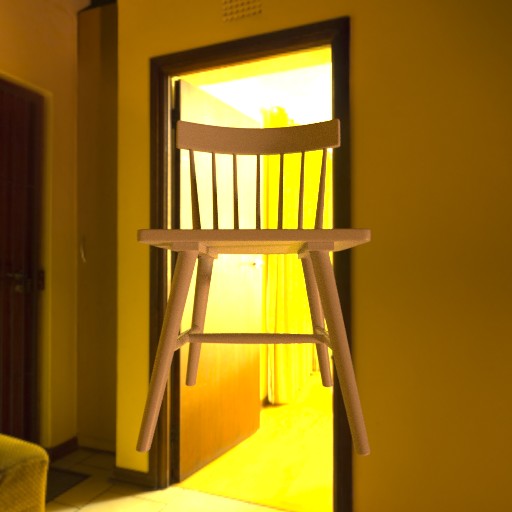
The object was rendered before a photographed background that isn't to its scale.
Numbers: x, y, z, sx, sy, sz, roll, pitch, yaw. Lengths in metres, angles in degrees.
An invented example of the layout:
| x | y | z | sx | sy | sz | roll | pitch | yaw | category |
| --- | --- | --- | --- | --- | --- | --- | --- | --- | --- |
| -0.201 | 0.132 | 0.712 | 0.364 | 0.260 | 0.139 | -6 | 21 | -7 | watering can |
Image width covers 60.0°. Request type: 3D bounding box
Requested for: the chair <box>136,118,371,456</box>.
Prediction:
| x | y | z | sx | sy | sz | roll | pitch | yaw | category |
| --- | --- | --- | --- | --- | --- | --- | --- | --- | --- |
| 0.000 | 0.000 | 1.120 | 0.483 | 0.787 | 0.500 | 0 | -1 | 2 | chair |
